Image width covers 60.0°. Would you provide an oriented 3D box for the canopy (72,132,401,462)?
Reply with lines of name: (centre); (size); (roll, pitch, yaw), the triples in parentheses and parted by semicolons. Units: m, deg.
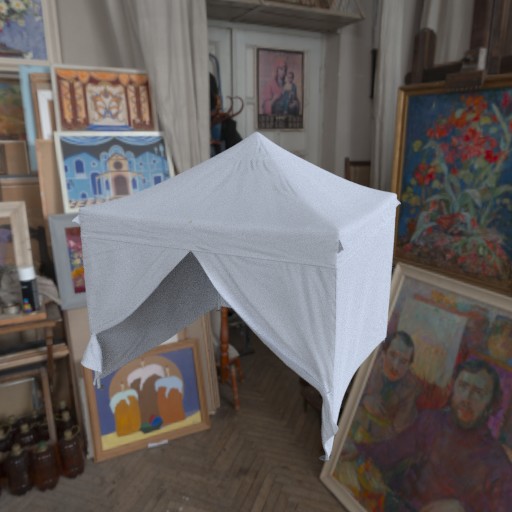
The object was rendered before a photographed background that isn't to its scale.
canopy: (0.000, 0.000, 5.556); (3.043, 2.997, 3.121); (7, 16, 25)
